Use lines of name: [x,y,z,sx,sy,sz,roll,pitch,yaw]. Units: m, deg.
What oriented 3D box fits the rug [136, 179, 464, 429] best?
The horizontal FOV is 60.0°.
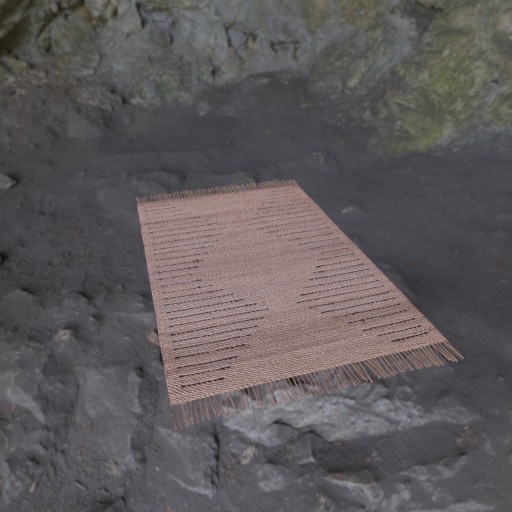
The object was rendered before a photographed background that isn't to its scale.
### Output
rug: [0.000,0.000,2.562,1.224,0.027,2.085,-9,33,-14]
